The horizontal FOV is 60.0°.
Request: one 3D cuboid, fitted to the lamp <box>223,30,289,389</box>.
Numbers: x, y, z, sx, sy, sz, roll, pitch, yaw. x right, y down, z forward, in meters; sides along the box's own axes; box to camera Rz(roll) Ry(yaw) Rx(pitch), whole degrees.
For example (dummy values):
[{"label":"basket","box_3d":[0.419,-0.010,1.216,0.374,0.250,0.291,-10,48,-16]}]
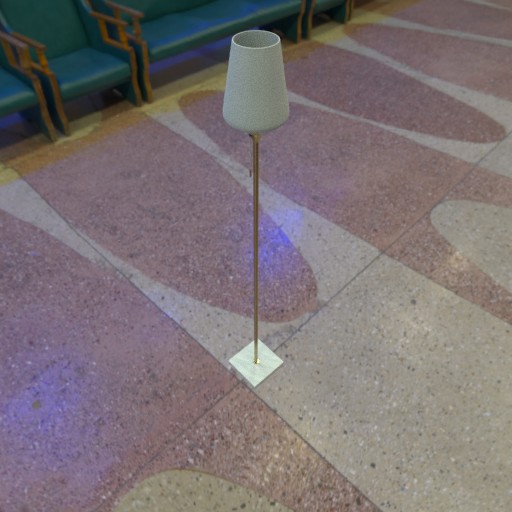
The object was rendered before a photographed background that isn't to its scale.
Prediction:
[{"label":"lamp","box_3d":[0.000,0.000,1.941,0.232,1.813,0.229,-34,55,-28]}]
